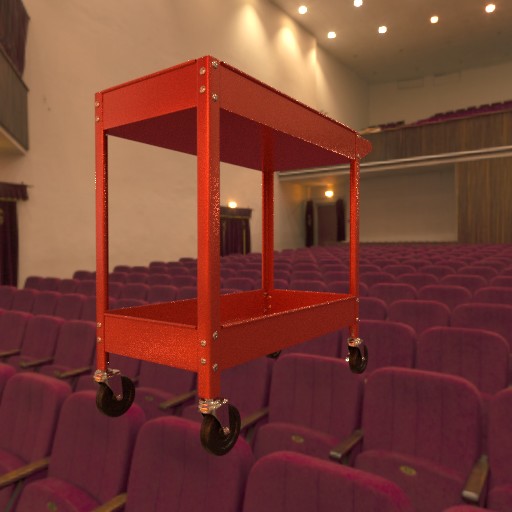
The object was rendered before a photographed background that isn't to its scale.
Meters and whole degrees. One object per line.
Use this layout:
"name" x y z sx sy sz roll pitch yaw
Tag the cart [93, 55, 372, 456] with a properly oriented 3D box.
"cart" 0.000 0.000 1.185 0.366 0.719 0.779 1 2 36
